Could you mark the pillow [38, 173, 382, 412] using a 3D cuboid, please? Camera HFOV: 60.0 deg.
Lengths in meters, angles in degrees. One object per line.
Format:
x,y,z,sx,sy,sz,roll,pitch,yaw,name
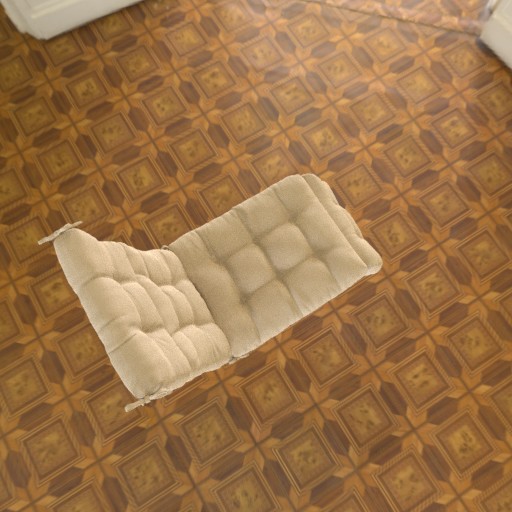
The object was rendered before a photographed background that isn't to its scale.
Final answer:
0.000,0.000,1.528,1.016,0.863,0.526,-31,77,-8,pillow
